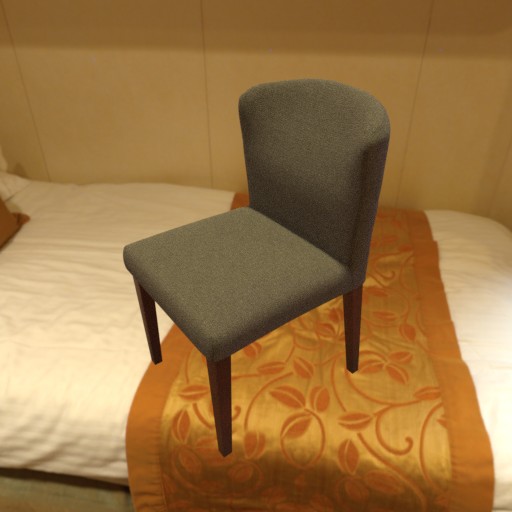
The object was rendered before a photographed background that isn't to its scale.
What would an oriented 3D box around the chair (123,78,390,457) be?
[{"bbox_3d":[0.000,0.000,1.221,0.589,0.839,0.491,-22,39,-30],"label":"chair"}]
